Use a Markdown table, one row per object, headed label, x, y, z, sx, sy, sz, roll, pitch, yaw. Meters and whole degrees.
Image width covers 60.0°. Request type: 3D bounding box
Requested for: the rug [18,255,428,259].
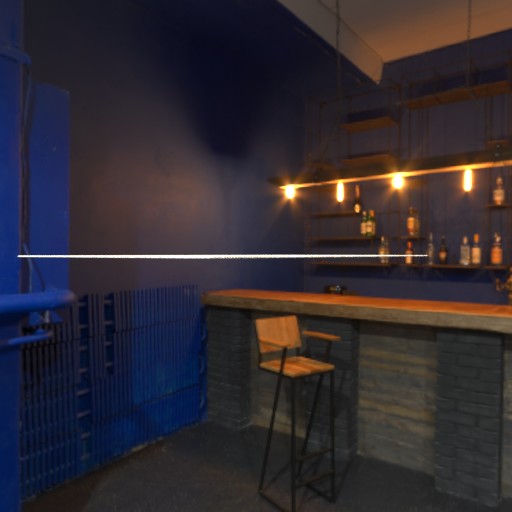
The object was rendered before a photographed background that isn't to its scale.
| label | x | y | z | sx | sy | sz | roll | pitch | yaw |
| --- | --- | --- | --- | --- | --- | --- | --- | --- | --- |
| rug | 0.000 | 0.000 | 2.981 | 1.529 | 0.009 | 2.446 | 0 | 0 | 39 |
